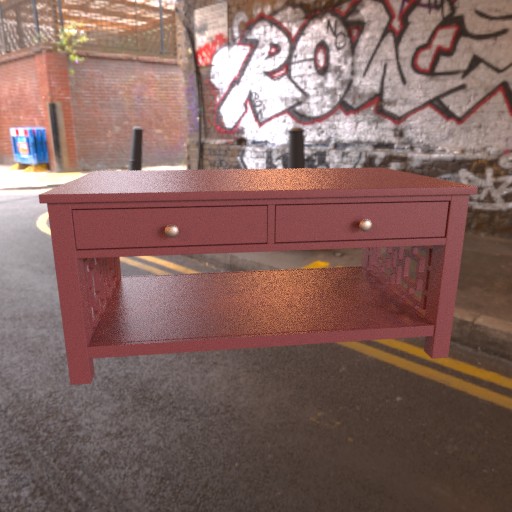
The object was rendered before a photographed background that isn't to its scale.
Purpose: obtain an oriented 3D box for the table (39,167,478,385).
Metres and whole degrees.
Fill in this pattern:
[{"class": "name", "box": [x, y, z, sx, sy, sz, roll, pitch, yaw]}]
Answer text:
[{"class": "table", "box": [0.000, 0.000, 1.412, 1.068, 0.493, 0.612, -2, 16, -8]}]
